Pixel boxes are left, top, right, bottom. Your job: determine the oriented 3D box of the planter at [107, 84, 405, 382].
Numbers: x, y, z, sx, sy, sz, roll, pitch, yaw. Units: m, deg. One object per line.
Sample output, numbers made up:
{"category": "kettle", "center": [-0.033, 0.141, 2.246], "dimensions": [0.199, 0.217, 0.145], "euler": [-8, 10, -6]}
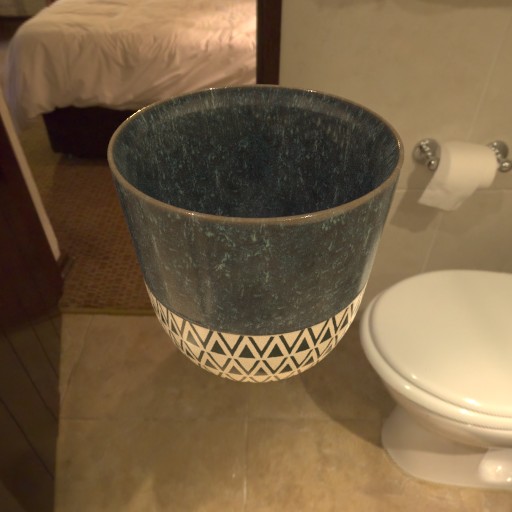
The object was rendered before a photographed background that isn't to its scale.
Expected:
{"category": "planter", "center": [0.000, 0.000, 0.368], "dimensions": [0.195, 0.214, 0.195], "euler": [0, 41, 0]}
